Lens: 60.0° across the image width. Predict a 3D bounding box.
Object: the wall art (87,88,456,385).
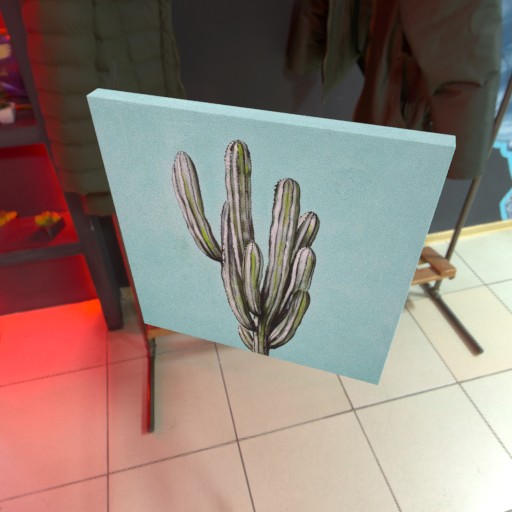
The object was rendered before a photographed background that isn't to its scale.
[{"bbox_3d":[0.000,0.000,0.905,0.603,0.603,0.036,12,43,13],"label":"wall art"}]
